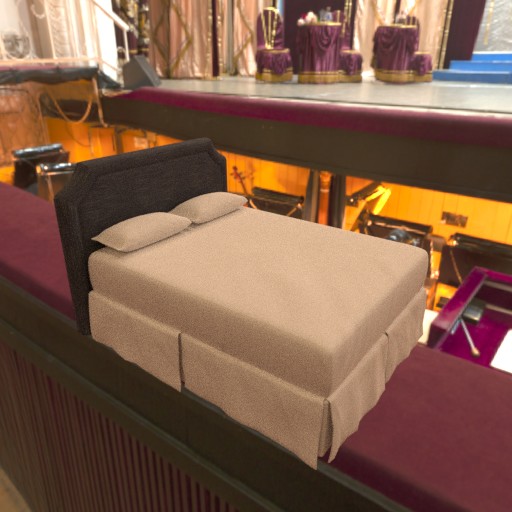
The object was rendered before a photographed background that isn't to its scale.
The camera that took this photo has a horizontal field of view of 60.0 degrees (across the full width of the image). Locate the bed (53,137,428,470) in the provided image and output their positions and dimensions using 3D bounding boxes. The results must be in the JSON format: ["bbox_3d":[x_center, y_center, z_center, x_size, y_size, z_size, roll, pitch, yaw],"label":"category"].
[{"bbox_3d":[0.000,0.000,3.139,2.116,1.290,1.693,17,29,33],"label":"bed"}]
